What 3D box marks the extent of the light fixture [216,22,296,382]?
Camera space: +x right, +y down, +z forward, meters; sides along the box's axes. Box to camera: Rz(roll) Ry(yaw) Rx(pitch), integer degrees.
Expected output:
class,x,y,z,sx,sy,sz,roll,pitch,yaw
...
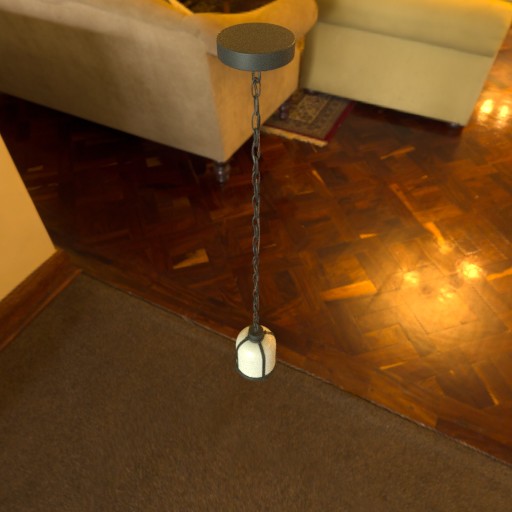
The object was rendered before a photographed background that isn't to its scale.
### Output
class,x,y,z,sx,sy,sz,roll,pitch,yaw
light fixture,0.000,0.000,1.245,0.178,1.181,0.178,-17,49,-15
